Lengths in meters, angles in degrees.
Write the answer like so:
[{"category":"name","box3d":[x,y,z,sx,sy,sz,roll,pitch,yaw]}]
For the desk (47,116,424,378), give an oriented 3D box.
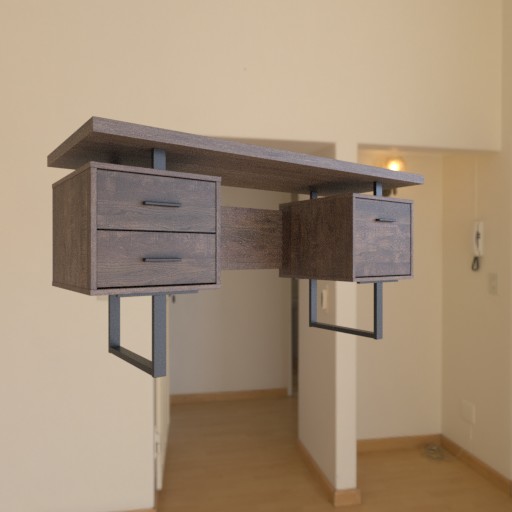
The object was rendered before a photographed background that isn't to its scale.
[{"category":"desk","box3d":[0.000,0.000,1.889,1.524,0.760,0.600,0,0,-36]}]
